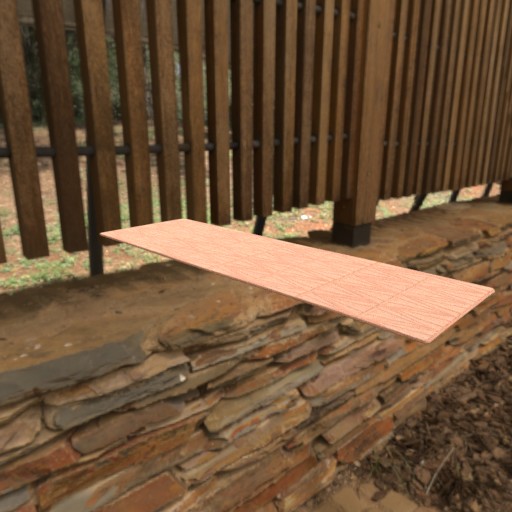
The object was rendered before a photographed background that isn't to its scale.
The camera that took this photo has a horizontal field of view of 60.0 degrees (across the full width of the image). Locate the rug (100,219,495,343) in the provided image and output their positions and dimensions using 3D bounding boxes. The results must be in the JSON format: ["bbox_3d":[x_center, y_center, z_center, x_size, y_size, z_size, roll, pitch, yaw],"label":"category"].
[{"bbox_3d":[0.000,0.000,2.649,2.435,0.015,0.760,15,22,42],"label":"rug"}]
